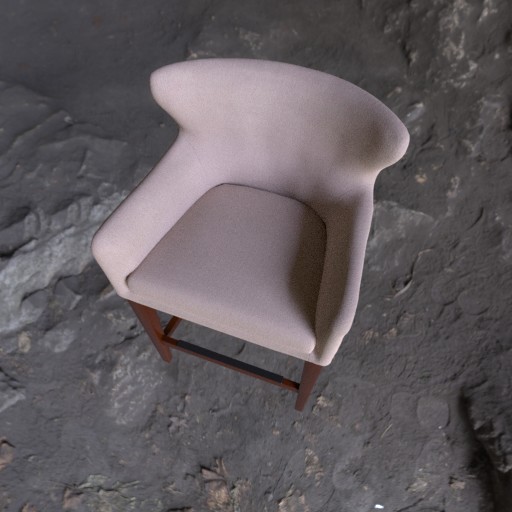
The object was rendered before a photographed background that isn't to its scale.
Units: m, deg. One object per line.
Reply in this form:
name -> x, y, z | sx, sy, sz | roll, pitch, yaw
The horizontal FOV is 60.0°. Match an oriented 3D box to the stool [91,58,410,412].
stool -> 0.000, 0.000, 1.307 | 0.601, 0.951, 0.570 | 17, 60, 10
